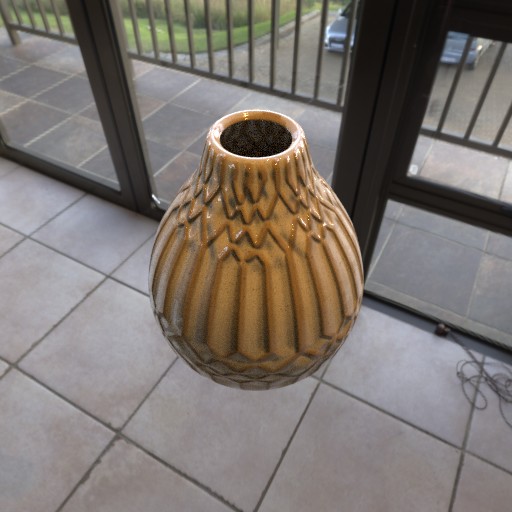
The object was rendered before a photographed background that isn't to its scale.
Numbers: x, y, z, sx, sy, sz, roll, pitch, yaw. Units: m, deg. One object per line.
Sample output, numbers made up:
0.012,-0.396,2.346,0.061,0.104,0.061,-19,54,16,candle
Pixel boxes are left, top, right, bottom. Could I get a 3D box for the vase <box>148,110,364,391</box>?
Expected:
0.000,0.000,0.318,0.159,0.200,0.159,0,47,0,vase
